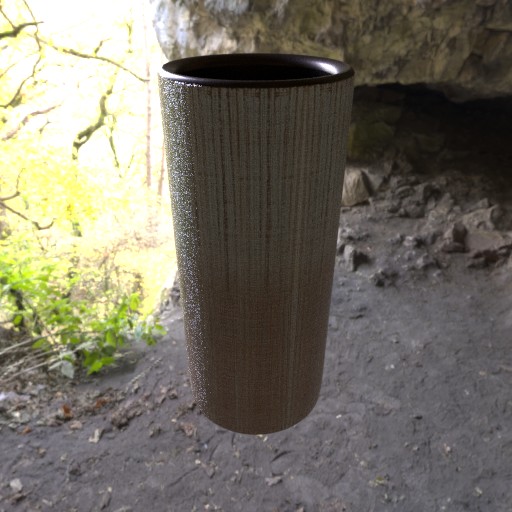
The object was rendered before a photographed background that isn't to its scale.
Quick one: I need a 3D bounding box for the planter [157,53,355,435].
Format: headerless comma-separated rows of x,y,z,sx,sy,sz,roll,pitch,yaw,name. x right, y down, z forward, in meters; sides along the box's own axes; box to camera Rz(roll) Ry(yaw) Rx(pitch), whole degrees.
0.000,0.000,0.284,0.100,0.227,0.100,10,32,16,planter
